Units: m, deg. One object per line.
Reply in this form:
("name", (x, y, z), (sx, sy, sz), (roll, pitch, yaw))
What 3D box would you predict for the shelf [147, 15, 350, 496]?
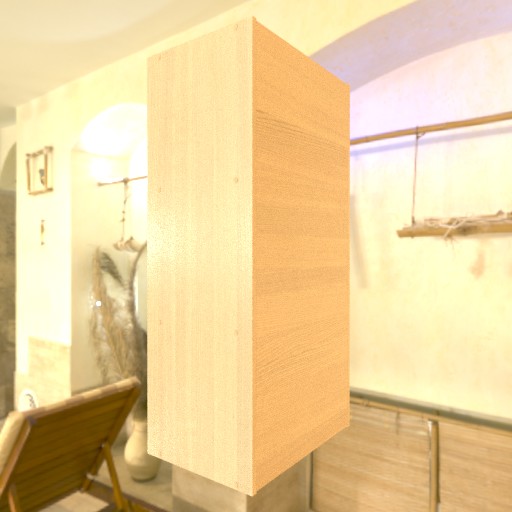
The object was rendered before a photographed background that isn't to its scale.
("shelf", (0.000, 0.000, 1.061), (0.292, 0.876, 0.417), (0, 0, 37))
